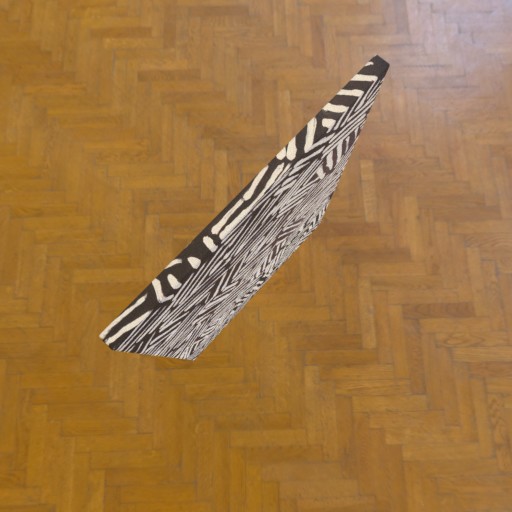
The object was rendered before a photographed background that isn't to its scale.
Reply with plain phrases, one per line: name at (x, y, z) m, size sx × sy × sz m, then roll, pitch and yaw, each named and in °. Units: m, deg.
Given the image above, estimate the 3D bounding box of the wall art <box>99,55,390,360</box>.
wall art at (0.000, 0.000, 1.318) m, size 0.038 × 1.017 × 0.765 m, roll 41°, pitch 79°, yaw 9°
